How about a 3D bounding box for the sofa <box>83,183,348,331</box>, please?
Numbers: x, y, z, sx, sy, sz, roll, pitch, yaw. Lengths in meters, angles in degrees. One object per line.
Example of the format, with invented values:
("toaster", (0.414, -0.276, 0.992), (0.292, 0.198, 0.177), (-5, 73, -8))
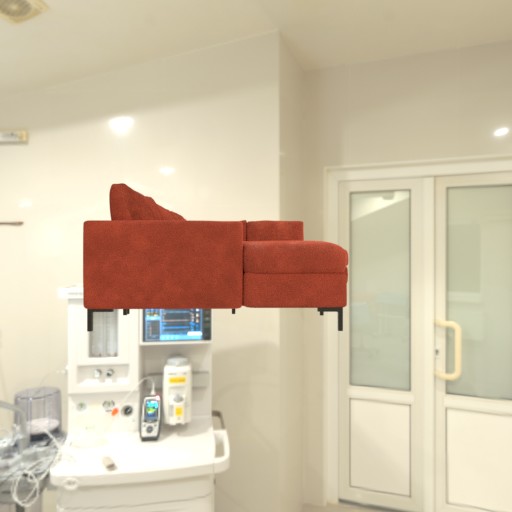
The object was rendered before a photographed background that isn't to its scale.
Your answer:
("sofa", (0.000, 0.000, 3.947), (1.981, 0.858, 2.971), (0, 0, -1))
